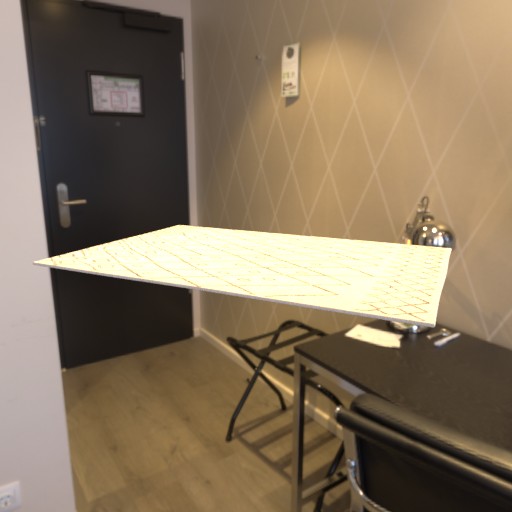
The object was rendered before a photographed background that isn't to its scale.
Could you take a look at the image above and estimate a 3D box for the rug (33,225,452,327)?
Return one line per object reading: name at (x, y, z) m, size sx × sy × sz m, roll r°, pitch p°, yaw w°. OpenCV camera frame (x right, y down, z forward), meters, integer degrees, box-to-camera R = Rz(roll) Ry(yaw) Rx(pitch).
rug at (0.000, 0.000, 2.307) m, size 1.828 × 0.015 × 1.222 m, roll 6°, pitch 15°, yaw 25°
